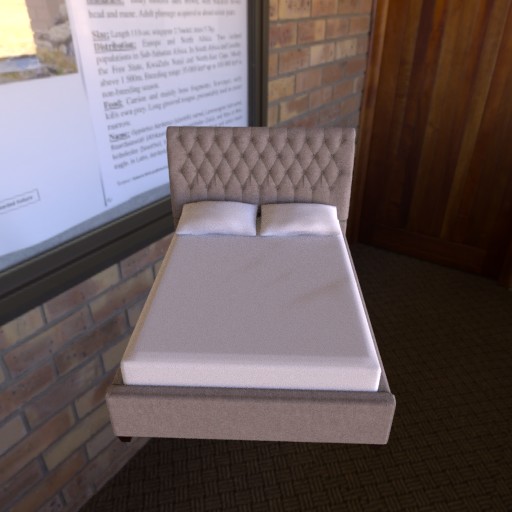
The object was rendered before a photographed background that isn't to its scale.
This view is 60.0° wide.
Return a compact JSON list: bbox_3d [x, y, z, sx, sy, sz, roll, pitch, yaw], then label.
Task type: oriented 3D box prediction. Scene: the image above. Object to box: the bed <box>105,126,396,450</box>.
[{"bbox_3d":[0.000,0.000,3.296,1.645,1.371,2.252,1,30,2],"label":"bed"}]
